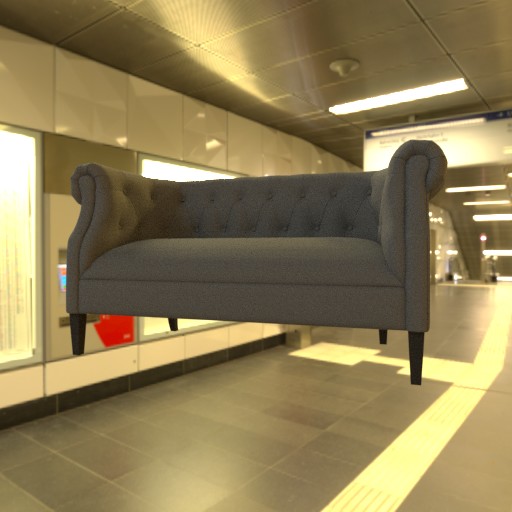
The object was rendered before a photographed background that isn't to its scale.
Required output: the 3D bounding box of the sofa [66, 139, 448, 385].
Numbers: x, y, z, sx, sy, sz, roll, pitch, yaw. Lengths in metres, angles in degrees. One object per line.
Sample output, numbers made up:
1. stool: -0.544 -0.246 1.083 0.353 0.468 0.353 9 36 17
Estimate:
1. sofa: 0.000 0.000 2.007 1.558 0.827 0.835 0 1 18
